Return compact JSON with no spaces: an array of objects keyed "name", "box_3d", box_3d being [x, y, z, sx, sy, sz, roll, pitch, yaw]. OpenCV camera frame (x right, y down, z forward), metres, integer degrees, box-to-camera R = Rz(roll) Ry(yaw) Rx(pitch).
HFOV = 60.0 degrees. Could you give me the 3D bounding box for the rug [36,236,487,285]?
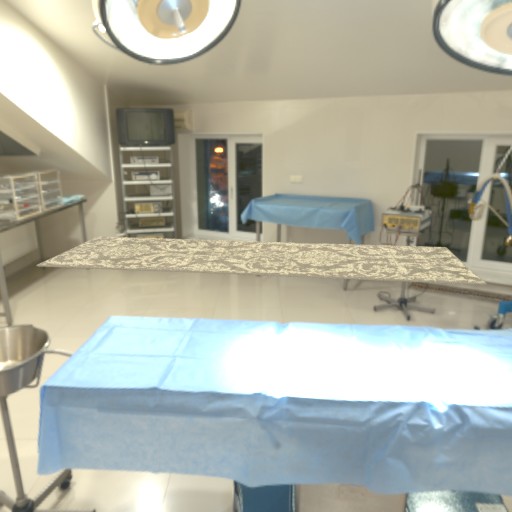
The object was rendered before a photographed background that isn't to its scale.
[{"name":"rug","box_3d":[0.000,0.000,2.457,2.196,0.011,0.662,2,16,7]}]
